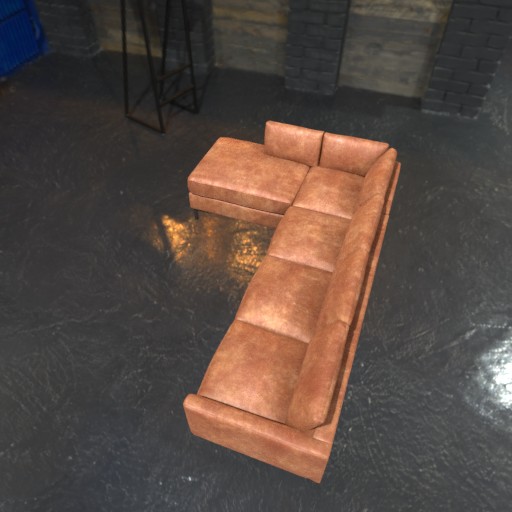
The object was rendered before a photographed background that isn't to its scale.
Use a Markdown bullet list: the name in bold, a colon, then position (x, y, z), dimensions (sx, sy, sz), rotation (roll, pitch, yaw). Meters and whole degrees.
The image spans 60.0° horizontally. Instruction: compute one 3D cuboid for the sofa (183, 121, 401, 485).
- **sofa**: position (0.000, 0.000, 3.745), dimensions (1.938, 0.877, 2.984), rotation (15, 49, 14)
